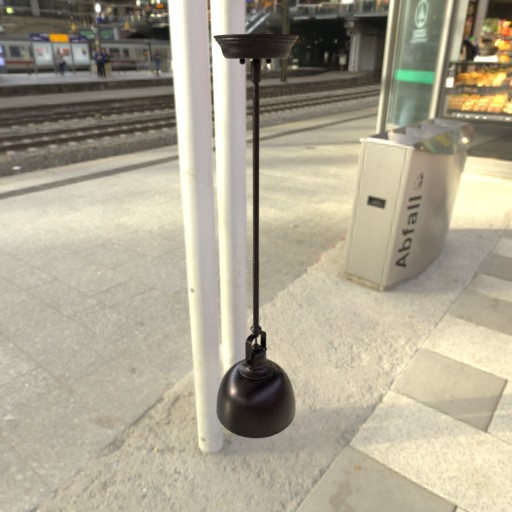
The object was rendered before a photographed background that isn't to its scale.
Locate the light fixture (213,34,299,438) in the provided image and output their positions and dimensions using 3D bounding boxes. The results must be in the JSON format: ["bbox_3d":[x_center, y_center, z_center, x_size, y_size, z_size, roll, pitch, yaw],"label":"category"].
[{"bbox_3d":[0.000,0.000,0.863,0.182,0.768,0.182,17,29,33],"label":"light fixture"}]
